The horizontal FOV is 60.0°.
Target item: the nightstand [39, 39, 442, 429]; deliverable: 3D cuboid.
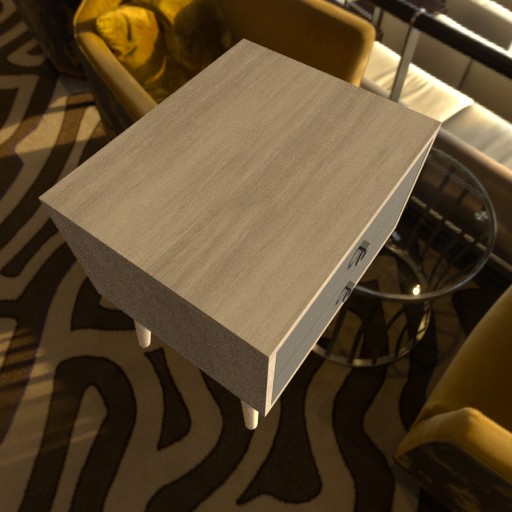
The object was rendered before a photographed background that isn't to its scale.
[{"bbox_3d":[0.000,0.000,0.830,0.380,0.500,0.450,31,62,19],"label":"nightstand"}]
